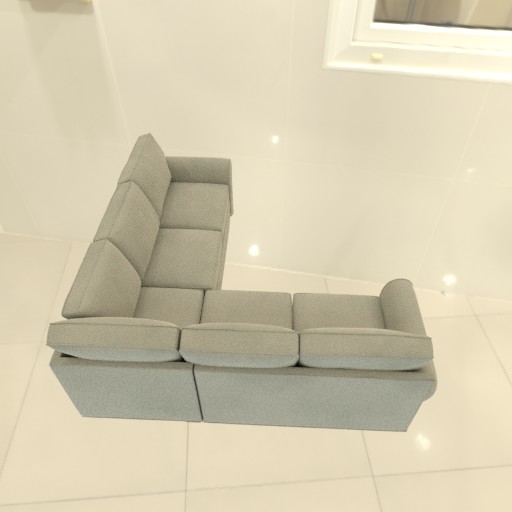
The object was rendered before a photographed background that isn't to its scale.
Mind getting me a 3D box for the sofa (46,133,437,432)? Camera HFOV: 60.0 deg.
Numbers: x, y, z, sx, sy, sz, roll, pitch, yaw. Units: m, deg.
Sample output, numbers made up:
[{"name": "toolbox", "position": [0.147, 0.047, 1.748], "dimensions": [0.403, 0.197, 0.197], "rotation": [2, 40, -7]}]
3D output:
[{"name": "sofa", "position": [0.000, 0.000, 3.814], "dimensions": [2.487, 1.053, 2.562], "rotation": [2, 46, 2]}]
